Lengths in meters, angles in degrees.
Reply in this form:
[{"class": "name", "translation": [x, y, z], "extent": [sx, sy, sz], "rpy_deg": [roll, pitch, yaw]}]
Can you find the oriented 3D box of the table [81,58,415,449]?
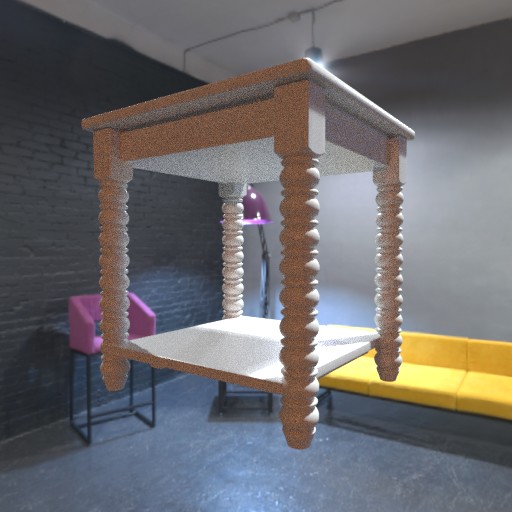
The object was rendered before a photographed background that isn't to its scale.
[{"class": "table", "translation": [0.000, 0.000, 0.964], "extent": [0.533, 0.563, 0.500], "rpy_deg": [1, 2, 36]}]
